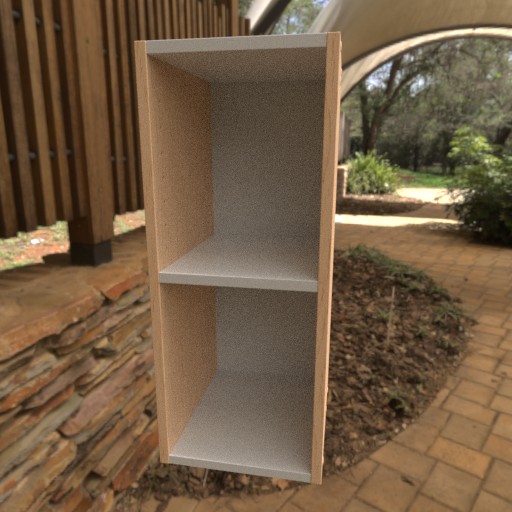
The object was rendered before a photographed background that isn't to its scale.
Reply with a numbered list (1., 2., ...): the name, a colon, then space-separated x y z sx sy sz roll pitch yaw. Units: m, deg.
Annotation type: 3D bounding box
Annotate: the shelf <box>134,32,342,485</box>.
1. shelf: 0.000 0.000 0.728 0.250 0.600 0.290 3 15 10
